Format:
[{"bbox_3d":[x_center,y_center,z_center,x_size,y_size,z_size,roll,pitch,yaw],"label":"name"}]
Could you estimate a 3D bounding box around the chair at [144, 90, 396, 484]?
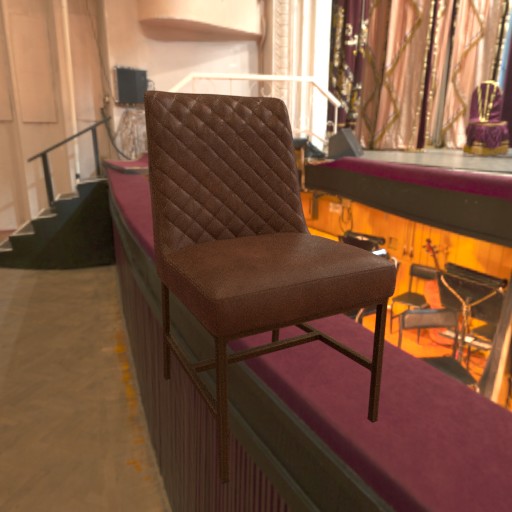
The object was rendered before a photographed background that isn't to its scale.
[{"bbox_3d":[0.000,0.000,1.236,0.508,0.889,0.587,-9,18,-28],"label":"chair"}]
